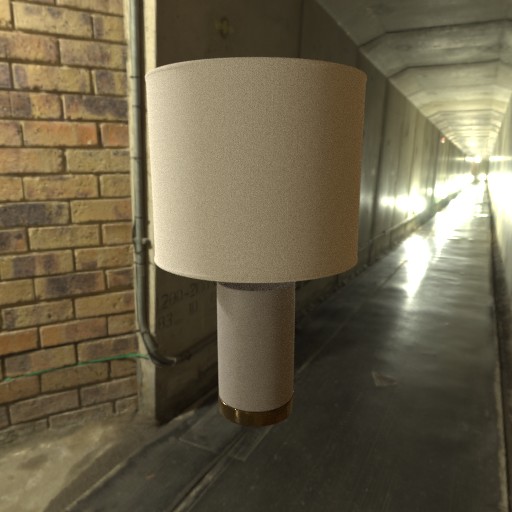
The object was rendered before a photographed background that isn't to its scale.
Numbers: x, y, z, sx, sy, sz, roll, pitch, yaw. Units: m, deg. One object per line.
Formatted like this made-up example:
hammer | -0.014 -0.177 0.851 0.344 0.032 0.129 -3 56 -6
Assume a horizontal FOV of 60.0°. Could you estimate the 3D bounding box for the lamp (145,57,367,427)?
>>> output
lamp | 0.000 0.000 0.511 0.229 0.380 0.229 0 12 0
